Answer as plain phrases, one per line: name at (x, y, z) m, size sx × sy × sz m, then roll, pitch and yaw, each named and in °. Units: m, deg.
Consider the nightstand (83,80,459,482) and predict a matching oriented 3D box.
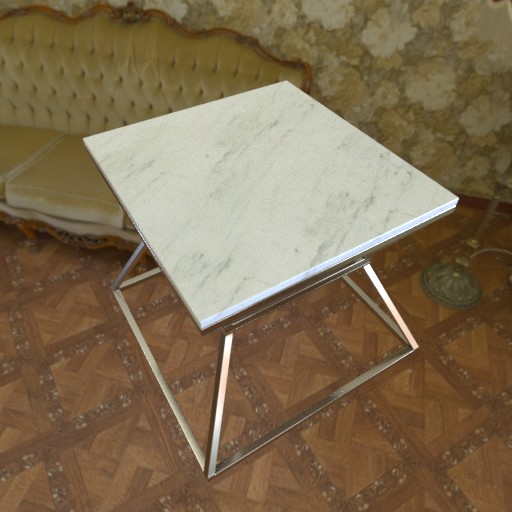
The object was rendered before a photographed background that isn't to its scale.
nightstand at (0.000, 0.000, 0.875) m, size 0.514 × 0.426 × 0.513 m, roll -24°, pitch 51°, yaw -21°
